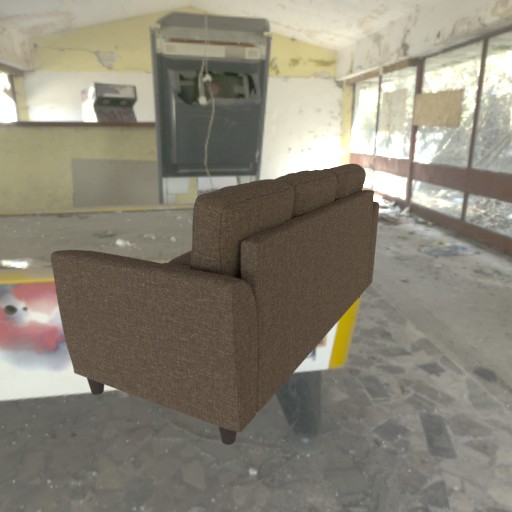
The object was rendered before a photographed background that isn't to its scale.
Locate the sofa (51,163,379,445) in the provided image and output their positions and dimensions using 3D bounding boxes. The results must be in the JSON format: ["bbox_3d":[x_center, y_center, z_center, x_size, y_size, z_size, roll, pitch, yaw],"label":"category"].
[{"bbox_3d":[0.000,0.000,2.326,0.837,0.891,1.847,8,18,27],"label":"sofa"}]
